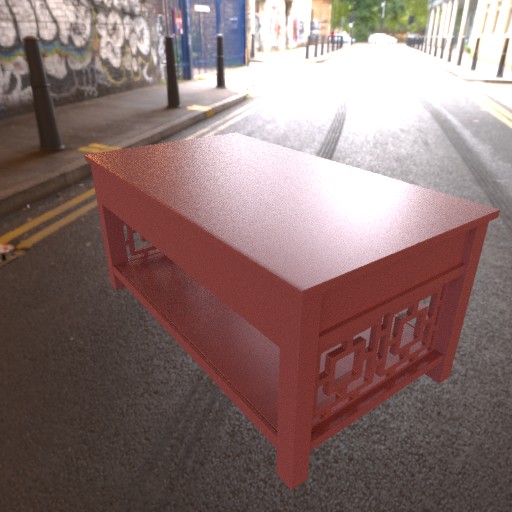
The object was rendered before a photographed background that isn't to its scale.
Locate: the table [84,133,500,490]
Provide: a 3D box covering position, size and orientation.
[{"bbox_3d":[0.000,0.000,1.342,0.612,0.493,1.068,-18,32,-32],"label":"table"}]
